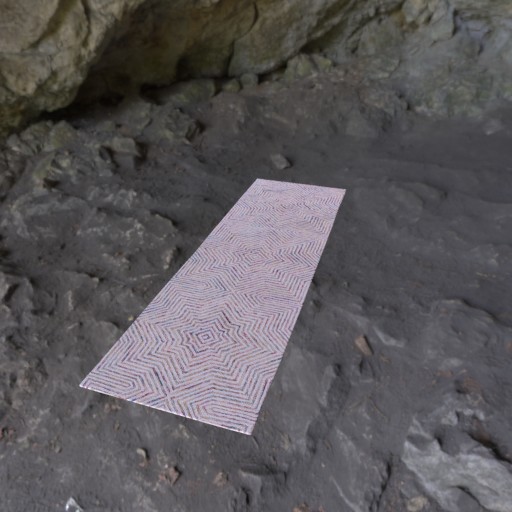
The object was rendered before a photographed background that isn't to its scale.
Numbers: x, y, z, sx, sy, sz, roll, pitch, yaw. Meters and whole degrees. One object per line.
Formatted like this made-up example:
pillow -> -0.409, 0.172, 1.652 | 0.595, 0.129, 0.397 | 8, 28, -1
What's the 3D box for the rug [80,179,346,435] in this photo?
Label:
rug -> 0.000, 0.000, 2.742 | 0.771, 0.009, 2.443 | 10, 33, 15
